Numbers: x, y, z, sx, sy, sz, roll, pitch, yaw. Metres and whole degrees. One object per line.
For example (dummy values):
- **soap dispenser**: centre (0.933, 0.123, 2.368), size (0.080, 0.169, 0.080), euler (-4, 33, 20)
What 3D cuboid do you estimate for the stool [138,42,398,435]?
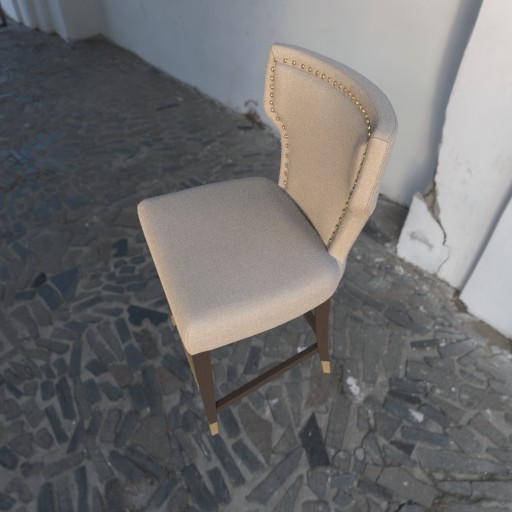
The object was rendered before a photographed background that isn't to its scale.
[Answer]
- **stool**: centre (0.000, 0.000, 1.288), size (0.563, 0.982, 0.527), euler (-17, 48, -16)
